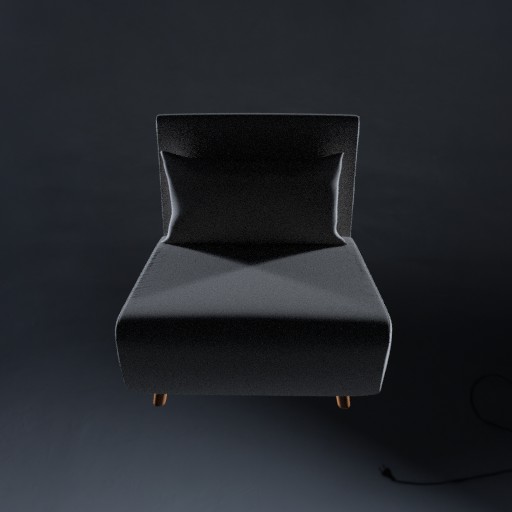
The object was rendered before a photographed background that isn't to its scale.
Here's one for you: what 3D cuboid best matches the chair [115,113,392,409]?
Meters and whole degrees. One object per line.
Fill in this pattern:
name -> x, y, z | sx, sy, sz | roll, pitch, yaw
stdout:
chair -> 0.000, 0.000, 1.525 | 0.770, 0.808, 0.902 | 0, 29, 1
